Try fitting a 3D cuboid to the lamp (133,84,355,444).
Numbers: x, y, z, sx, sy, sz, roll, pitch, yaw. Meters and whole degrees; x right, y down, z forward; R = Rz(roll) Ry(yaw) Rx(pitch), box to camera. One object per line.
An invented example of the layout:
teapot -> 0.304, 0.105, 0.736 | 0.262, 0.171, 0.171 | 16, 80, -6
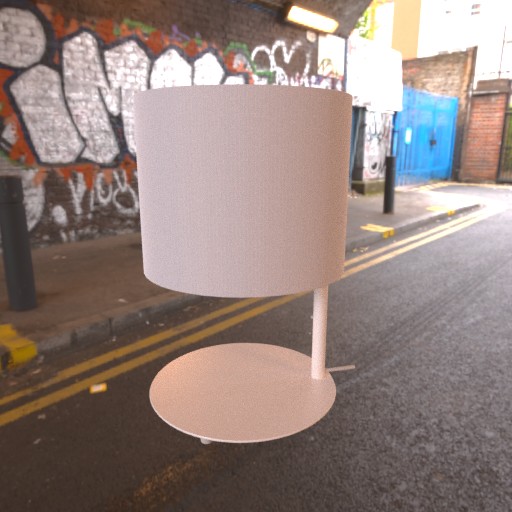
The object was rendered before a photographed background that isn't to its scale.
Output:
lamp -> 0.000, 0.000, 0.676 | 0.341, 0.454, 0.299 | -2, 14, -9
